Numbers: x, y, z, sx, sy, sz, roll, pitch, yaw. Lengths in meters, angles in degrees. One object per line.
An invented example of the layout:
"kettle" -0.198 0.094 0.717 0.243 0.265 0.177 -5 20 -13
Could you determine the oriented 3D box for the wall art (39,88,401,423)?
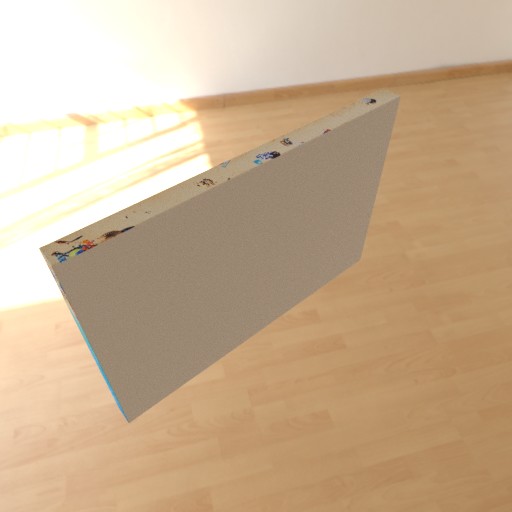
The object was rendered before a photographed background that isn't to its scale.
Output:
"wall art" 0.000 0.000 1.132 0.894 0.595 0.057 -31 54 -26
